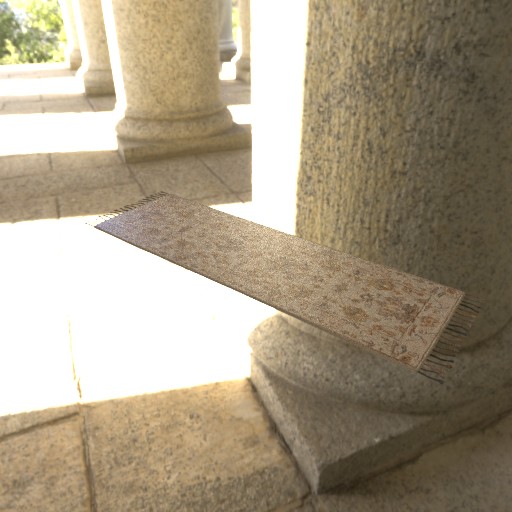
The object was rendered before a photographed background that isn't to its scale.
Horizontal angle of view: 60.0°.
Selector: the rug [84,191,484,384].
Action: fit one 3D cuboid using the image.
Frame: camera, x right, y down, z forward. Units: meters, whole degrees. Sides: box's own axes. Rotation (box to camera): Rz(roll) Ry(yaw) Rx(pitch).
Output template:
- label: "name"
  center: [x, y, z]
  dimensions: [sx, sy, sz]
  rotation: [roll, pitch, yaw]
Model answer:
- label: "rug"
  center: [0.000, 0.000, 2.669]
  dimensions: [2.438, 0.021, 0.729]
  rotation: [21, 37, 31]
